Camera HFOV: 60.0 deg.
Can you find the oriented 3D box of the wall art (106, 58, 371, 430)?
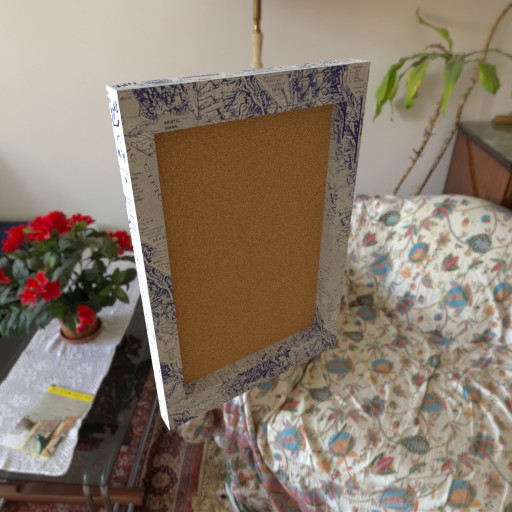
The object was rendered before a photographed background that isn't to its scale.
[{"bbox_3d":[0.000,0.000,0.772,0.408,0.601,0.040,-19,36,-28],"label":"wall art"}]
